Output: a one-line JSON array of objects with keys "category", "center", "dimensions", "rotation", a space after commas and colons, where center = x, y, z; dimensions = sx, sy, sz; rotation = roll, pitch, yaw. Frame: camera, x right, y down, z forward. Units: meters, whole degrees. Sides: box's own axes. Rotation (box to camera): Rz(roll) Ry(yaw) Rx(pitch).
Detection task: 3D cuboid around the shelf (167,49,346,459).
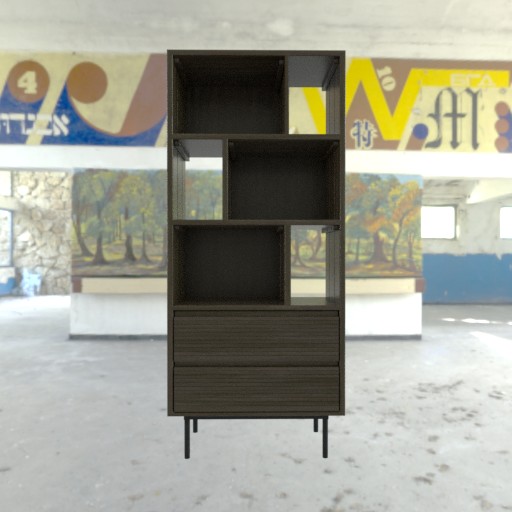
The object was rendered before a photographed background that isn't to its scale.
[{"category": "shelf", "center": [0.000, 0.000, 1.819], "dimensions": [0.670, 1.545, 0.323], "rotation": [0, 0, -1]}]
